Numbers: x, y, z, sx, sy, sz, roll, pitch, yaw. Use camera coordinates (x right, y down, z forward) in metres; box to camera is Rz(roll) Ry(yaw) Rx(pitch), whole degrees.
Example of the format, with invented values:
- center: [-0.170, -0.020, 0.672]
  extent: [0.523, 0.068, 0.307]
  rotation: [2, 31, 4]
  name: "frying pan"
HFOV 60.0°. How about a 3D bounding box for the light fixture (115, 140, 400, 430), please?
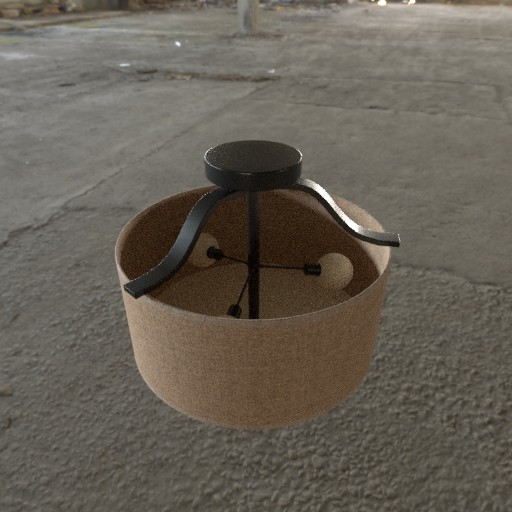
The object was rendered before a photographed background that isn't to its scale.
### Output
- center: [0.000, 0.000, 0.650]
  extent: [0.390, 0.306, 0.390]
  rotation: [0, 32, 0]
  name: "light fixture"
